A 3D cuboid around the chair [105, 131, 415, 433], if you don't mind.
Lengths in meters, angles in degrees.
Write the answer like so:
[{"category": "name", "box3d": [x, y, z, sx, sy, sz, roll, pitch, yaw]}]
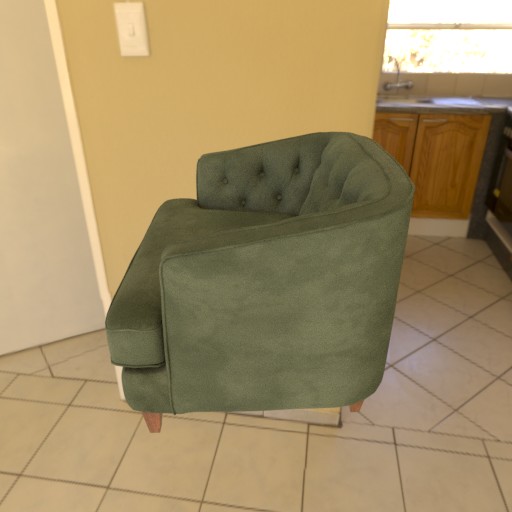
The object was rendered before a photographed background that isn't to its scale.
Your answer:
[{"category": "chair", "box3d": [0.000, 0.000, 1.769, 0.941, 0.852, 1.104, 0, 27, -1]}]
